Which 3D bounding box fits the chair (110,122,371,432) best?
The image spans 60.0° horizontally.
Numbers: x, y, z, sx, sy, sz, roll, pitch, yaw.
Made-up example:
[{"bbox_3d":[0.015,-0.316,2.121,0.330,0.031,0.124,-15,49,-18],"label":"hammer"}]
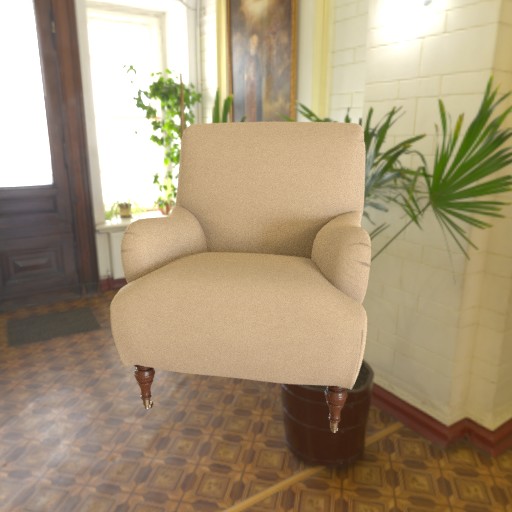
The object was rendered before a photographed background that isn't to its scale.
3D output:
[{"bbox_3d":[0.000,0.000,1.589,0.766,0.942,0.842,3,15,11],"label":"chair"}]
